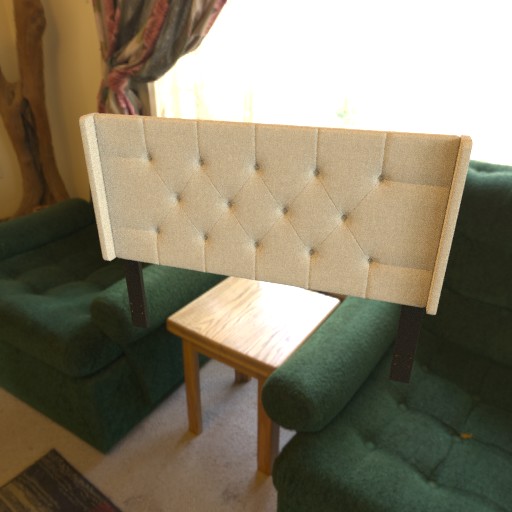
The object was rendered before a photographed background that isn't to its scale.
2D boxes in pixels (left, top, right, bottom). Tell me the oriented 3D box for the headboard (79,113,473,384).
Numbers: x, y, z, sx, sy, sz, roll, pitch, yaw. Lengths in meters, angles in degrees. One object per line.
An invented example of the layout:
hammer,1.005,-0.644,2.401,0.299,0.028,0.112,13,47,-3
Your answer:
headboard,0.000,0.000,2.629,2.051,1.524,0.184,8,28,16
